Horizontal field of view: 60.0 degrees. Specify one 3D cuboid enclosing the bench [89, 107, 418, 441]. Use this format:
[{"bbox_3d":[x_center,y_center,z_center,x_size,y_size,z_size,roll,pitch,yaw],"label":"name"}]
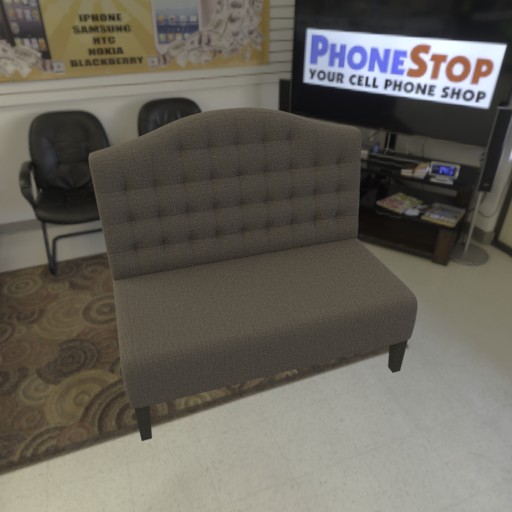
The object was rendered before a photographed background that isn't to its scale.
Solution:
[{"bbox_3d":[0.000,0.000,2.082,1.335,1.180,0.815,-10,34,-15],"label":"bench"}]
